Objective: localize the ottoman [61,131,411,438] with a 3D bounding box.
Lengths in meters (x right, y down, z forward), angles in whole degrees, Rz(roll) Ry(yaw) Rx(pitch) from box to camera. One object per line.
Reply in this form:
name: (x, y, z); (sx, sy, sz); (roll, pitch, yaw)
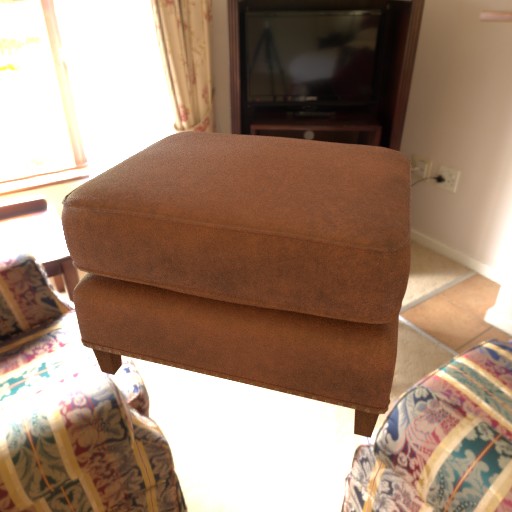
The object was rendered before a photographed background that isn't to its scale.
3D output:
ottoman: (0.000, 0.000, 1.147); (0.738, 0.537, 0.589); (9, 32, 14)
